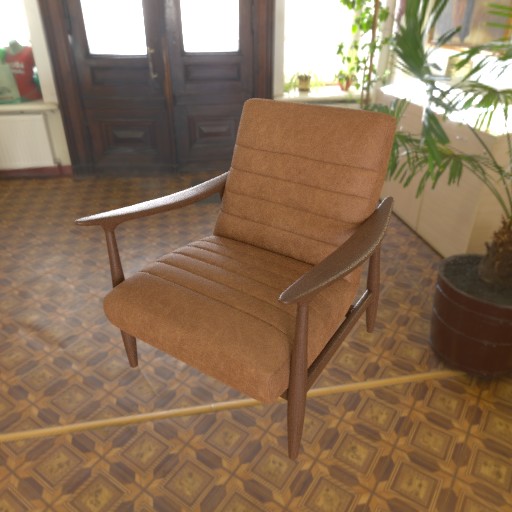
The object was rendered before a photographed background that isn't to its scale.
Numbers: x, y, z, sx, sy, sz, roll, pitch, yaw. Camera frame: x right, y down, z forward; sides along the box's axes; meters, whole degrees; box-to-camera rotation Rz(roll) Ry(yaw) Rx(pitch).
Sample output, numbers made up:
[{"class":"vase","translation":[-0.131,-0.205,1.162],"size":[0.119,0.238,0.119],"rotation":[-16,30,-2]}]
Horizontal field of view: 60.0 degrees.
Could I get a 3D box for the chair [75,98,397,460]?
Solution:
[{"class":"chair","translation":[0.000,0.000,1.437],"size":[0.741,0.832,0.798],"rotation":[19,35,29]}]
